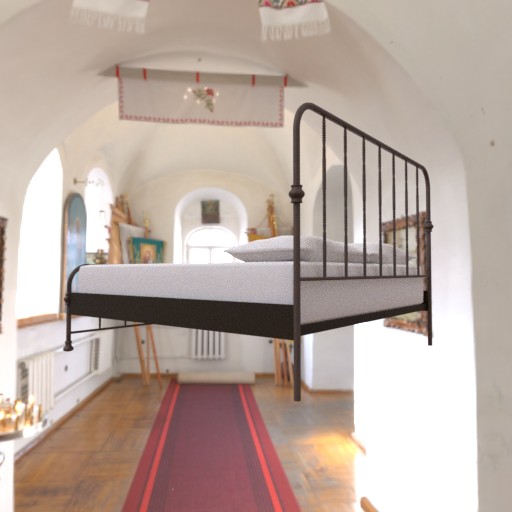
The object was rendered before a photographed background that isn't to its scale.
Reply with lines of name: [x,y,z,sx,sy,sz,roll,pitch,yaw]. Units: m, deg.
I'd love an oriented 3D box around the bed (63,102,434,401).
bed: [0.000,0.000,3.502,2.134,1.446,2.044,-2,-3,38]
